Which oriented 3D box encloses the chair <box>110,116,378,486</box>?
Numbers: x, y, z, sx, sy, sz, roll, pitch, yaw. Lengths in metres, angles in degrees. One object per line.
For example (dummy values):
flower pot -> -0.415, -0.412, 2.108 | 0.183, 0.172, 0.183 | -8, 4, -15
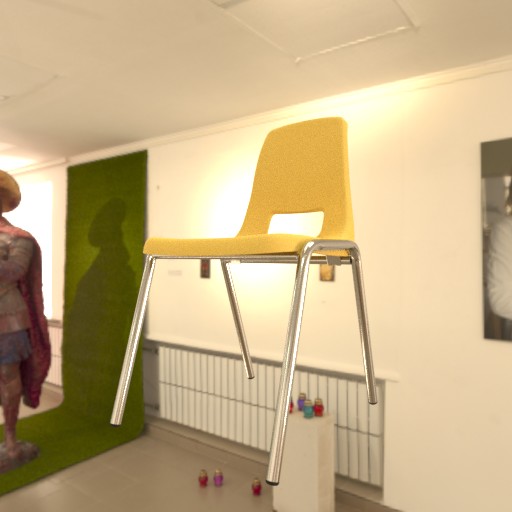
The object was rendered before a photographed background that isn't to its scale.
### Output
chair -> 0.000, 0.000, 0.906 | 0.381, 0.653, 0.436 | 0, 0, 36
